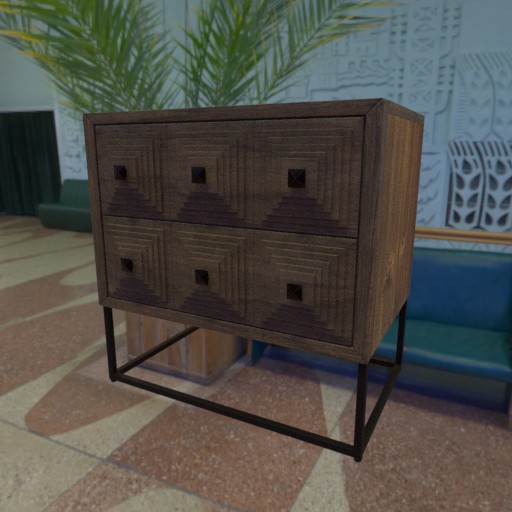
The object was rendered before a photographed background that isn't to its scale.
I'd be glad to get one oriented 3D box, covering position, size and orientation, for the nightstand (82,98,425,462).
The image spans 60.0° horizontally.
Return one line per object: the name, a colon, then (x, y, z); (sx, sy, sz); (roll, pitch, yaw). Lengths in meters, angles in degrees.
nightstand: (0.000, 0.000, 0.998); (0.610, 0.610, 0.437); (7, 15, 27)
